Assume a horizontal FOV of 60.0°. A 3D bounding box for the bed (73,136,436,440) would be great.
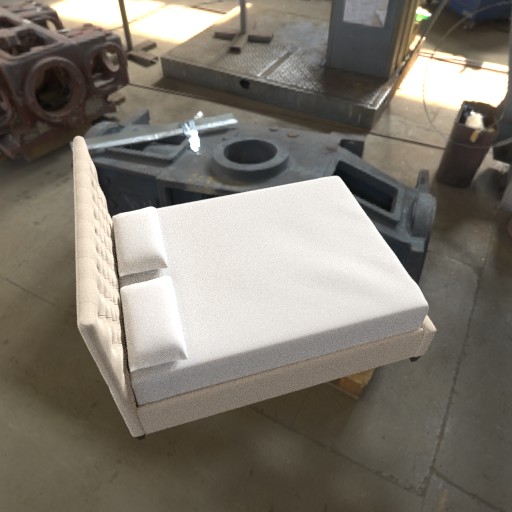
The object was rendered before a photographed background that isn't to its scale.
[{"bbox_3d":[0.000,0.000,3.308,2.233,1.426,1.696,-12,48,-11],"label":"bed"}]
